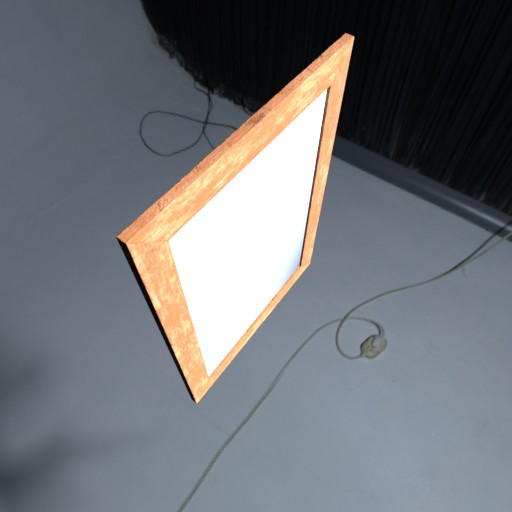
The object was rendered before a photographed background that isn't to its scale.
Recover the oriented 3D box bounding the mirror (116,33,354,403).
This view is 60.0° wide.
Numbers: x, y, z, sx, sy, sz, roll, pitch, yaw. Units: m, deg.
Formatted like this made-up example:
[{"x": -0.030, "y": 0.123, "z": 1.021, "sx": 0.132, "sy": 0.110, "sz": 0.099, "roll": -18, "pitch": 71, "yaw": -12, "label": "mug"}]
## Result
[{"x": 0.000, "y": 0.000, "z": 1.419, "sx": 0.028, "sy": 1.099, "sz": 0.796, "roll": 32, "pitch": 63, "yaw": 19, "label": "mirror"}]
